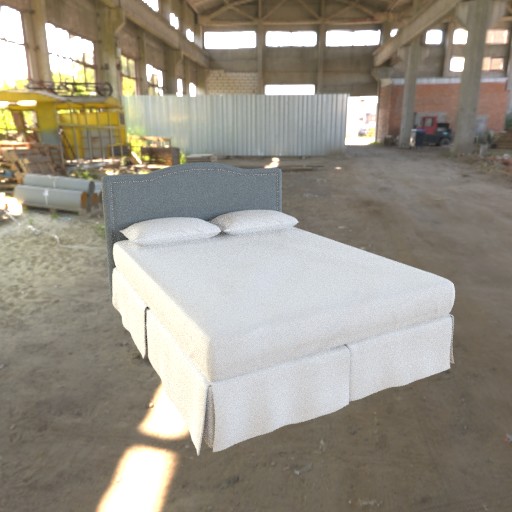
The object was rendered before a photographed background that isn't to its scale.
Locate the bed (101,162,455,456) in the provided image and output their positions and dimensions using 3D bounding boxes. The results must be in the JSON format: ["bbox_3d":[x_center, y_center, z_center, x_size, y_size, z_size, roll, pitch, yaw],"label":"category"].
[{"bbox_3d":[0.000,0.000,3.901,2.161,1.457,2.689,-9,18,-27],"label":"bed"}]
